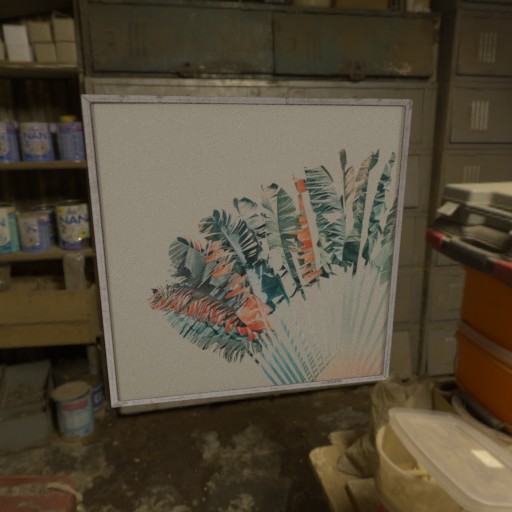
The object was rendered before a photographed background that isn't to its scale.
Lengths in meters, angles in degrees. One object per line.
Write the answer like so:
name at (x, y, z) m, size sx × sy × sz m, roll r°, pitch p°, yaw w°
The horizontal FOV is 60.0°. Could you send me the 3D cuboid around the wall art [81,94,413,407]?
wall art at (0.000, 0.000, 0.750) m, size 0.508 × 0.506 × 0.029 m, roll -3°, pitch 16°, yaw -10°
